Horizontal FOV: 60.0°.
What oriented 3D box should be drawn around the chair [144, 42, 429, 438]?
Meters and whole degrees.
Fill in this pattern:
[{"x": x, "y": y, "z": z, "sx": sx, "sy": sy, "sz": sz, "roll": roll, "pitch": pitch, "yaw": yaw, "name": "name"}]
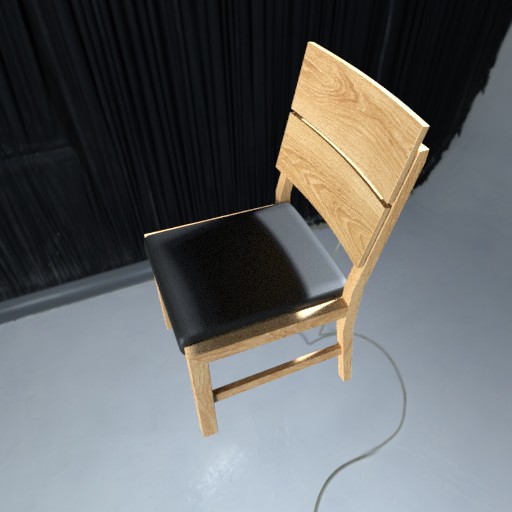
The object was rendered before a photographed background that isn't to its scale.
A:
[{"x": 0.000, "y": 0.000, "z": 1.269, "sx": 0.569, "sy": 0.950, "sz": 0.475, "roll": -16, "pitch": 47, "yaw": -16, "name": "chair"}]
